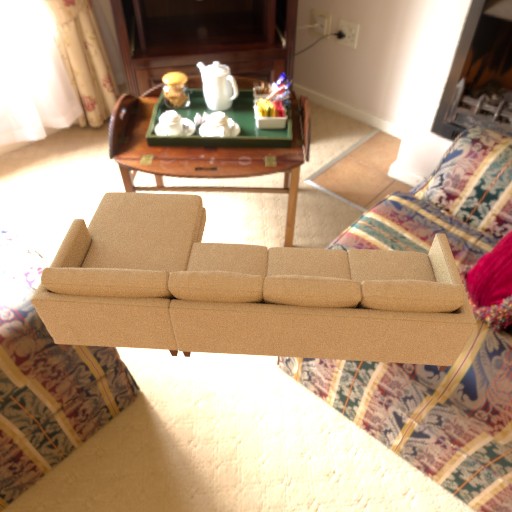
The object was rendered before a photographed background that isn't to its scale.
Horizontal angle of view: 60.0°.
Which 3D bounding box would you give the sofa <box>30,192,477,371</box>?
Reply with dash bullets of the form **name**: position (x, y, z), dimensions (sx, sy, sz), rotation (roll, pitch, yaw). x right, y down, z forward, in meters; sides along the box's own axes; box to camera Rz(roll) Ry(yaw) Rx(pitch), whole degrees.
- **sofa**: position (0.000, 0.000, 3.863), dimensions (3.186, 0.846, 1.625), rotation (3, 46, 2)
